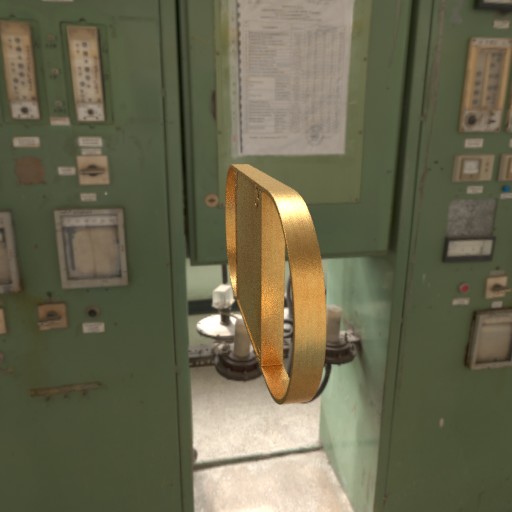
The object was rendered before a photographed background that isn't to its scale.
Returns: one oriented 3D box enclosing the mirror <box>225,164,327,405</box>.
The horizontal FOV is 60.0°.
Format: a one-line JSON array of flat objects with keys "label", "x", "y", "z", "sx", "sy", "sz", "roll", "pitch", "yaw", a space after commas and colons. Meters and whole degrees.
[{"label": "mirror", "x": 0.000, "y": 0.000, "z": 0.695, "sx": 0.032, "sy": 0.254, "sz": 0.584, "roll": -3, "pitch": 17, "yaw": -10}]
